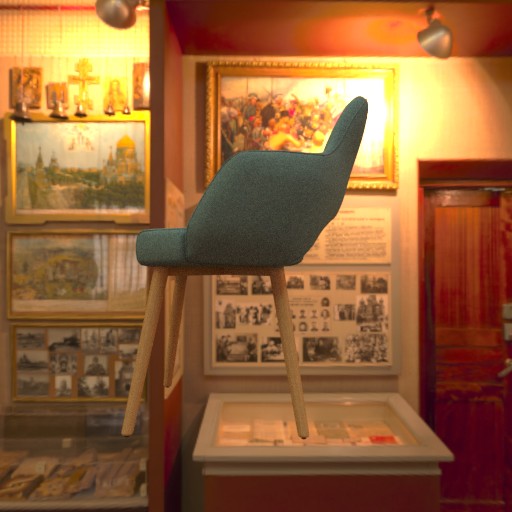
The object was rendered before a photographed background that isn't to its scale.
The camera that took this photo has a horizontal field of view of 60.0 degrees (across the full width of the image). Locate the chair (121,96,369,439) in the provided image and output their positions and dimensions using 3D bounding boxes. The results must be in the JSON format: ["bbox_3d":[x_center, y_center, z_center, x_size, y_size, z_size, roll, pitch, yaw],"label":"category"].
[{"bbox_3d":[0.000,0.000,1.344,0.666,0.920,0.589,0,-1,2],"label":"chair"}]
